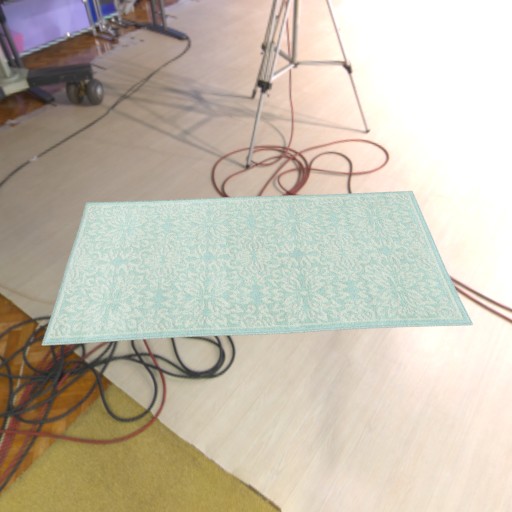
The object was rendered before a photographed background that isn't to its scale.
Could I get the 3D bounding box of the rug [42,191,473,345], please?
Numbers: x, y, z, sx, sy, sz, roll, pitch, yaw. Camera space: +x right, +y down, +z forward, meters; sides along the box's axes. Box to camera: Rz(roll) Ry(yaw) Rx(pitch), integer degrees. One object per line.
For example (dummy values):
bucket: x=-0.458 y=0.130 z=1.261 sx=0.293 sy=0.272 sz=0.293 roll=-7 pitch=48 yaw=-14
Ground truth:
rug: x=0.000 y=0.000 z=1.449 sx=1.219 sy=0.007 sz=0.604 roll=-2 pitch=47 yaw=-2
